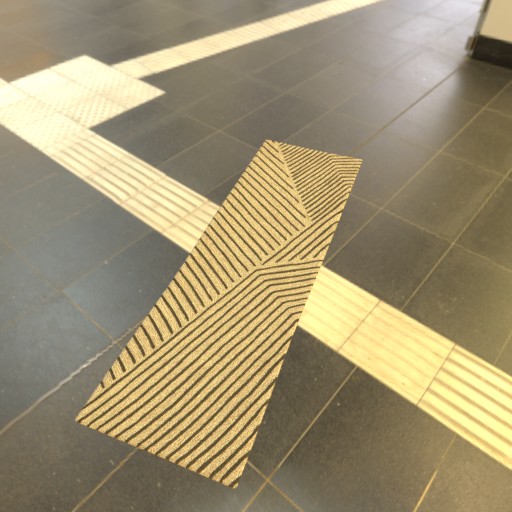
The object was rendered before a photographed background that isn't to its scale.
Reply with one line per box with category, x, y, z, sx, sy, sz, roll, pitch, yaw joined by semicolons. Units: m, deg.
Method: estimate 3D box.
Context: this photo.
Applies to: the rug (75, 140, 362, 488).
rug;0.000;0.000;2.632;0.773;0.020;2.439;16;48;14
